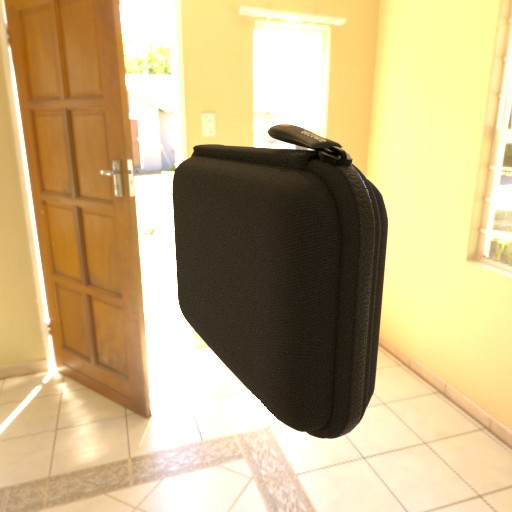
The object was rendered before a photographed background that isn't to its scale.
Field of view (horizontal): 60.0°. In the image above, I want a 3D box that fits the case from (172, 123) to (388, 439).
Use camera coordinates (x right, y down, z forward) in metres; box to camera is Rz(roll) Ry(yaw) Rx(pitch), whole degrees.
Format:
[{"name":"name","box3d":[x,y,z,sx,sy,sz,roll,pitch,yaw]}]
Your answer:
[{"name":"case","box3d":[0.000,0.000,0.184,0.038,0.105,0.132,-8,18,-27]}]
